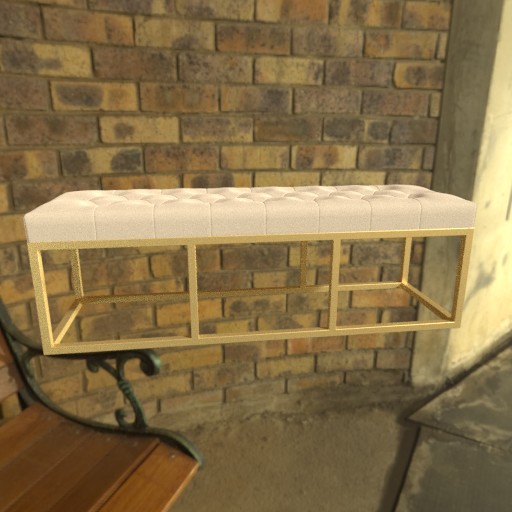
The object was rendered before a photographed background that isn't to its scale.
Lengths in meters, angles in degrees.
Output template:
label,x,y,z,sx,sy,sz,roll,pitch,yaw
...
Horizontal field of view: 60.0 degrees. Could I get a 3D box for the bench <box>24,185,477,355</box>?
label,x,y,z,sx,sy,sz,roll,pitch,yaw
bench,0.000,0.000,1.696,1.473,0.484,0.457,-2,16,-8
